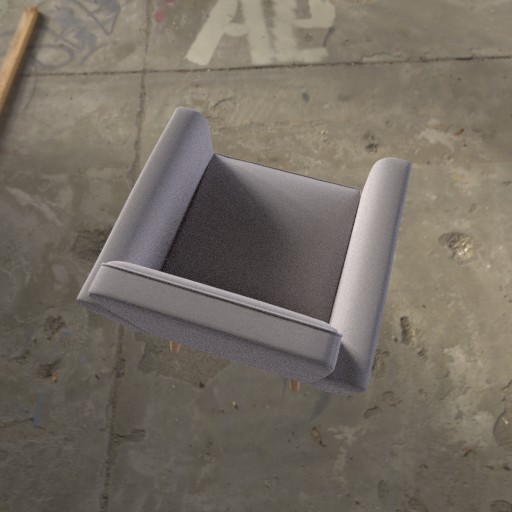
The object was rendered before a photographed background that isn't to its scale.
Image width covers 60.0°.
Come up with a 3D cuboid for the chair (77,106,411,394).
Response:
[{"bbox_3d":[0.000,0.000,1.417,0.780,0.780,0.750,16,65,8],"label":"chair"}]
